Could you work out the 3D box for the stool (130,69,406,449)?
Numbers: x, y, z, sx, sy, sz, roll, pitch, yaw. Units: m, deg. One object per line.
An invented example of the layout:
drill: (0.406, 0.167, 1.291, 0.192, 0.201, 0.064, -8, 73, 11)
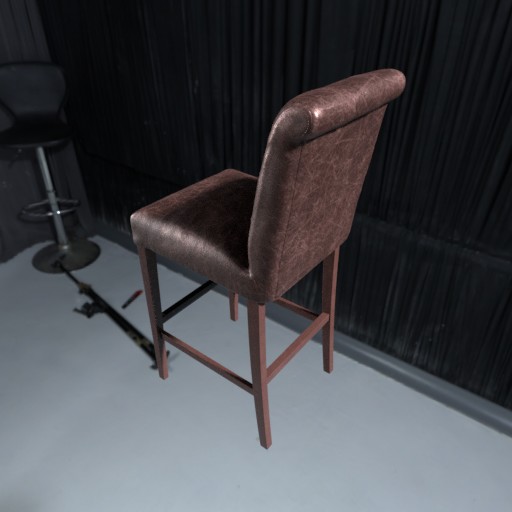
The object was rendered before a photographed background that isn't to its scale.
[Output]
stool: (0.000, 0.000, 1.463, 0.659, 1.168, 0.483, 23, 39, 31)
